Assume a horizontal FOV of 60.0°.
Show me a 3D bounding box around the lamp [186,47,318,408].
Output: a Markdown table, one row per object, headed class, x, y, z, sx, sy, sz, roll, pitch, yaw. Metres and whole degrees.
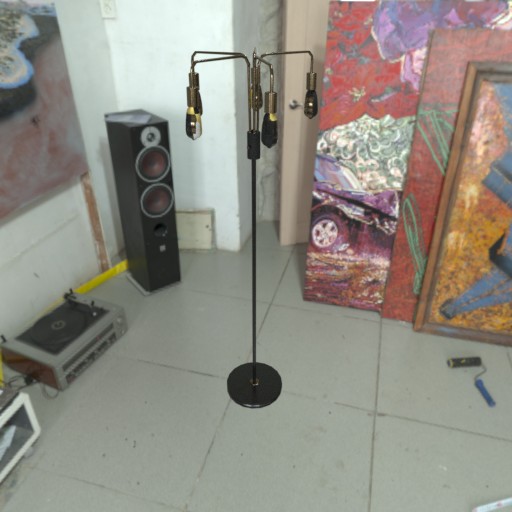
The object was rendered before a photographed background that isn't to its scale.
| class | x | y | z | sx | sy | sz | roll | pitch | yaw |
| --- | --- | --- | --- | --- | --- | --- | --- | --- | --- |
| lamp | 0.000 | 0.000 | 2.059 | 0.572 | 1.721 | 0.599 | -7 | 32 | -12 |
